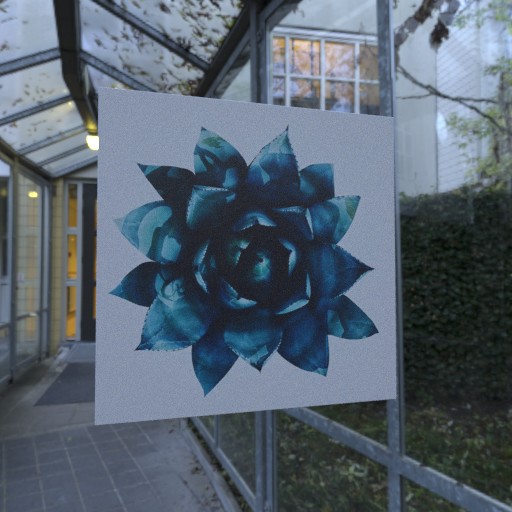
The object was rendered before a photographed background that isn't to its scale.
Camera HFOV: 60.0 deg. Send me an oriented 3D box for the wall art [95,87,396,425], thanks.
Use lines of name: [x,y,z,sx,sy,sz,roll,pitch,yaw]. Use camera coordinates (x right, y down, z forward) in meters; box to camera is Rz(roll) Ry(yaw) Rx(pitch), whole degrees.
wall art: [0.000,0.000,0.604,0.406,0.406,0.038,0,-2,-16]
